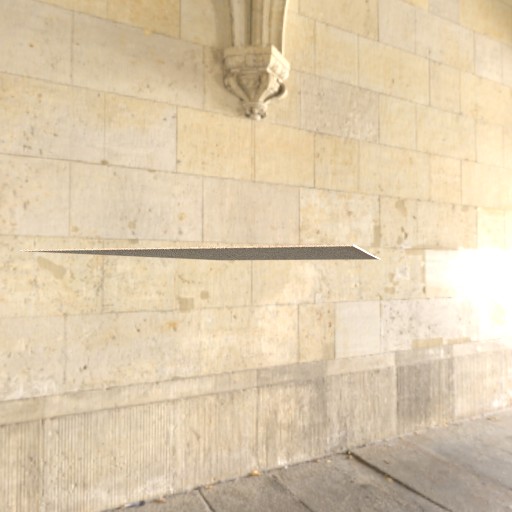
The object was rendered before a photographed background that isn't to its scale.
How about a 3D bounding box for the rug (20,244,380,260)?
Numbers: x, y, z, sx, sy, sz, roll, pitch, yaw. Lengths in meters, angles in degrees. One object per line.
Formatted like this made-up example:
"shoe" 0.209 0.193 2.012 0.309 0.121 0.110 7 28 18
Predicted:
"rug" 0.000 0.000 2.989 1.524 0.008 2.440 -1 -2 18
